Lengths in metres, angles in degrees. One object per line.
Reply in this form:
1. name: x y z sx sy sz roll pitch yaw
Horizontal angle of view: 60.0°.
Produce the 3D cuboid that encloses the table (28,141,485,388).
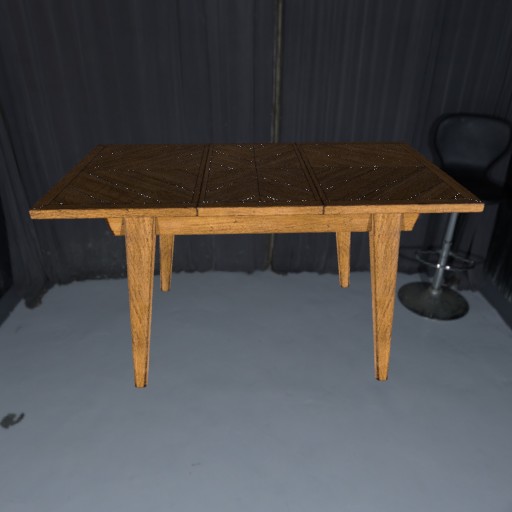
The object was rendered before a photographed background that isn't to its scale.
1. table: 0.000 0.000 1.871 1.400 0.760 0.757 -1 29 -2
